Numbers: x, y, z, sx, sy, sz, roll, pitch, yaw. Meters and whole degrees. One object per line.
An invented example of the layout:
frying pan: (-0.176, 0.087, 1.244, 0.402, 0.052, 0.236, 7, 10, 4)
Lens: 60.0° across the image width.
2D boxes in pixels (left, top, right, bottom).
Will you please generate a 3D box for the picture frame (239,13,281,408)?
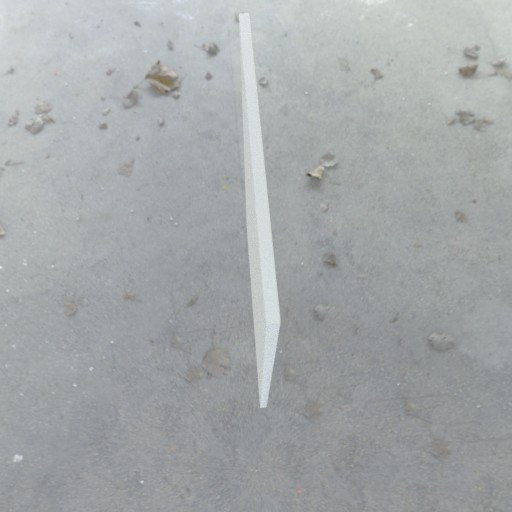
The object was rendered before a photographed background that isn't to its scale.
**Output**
picture frame: (0.000, 0.000, 0.681, 0.012, 0.534, 0.381, -4, 64, -2)
